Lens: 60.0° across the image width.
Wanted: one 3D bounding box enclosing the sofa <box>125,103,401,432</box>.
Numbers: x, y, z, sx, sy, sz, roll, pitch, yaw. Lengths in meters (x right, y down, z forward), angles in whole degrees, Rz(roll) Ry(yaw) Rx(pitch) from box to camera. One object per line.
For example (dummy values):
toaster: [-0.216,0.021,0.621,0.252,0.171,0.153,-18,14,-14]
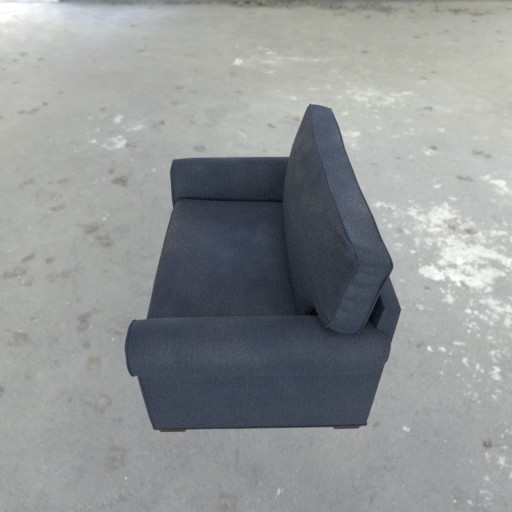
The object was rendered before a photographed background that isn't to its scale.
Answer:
sofa: [0.000,0.000,2.094,0.938,1.004,1.405,-1,40,-1]
